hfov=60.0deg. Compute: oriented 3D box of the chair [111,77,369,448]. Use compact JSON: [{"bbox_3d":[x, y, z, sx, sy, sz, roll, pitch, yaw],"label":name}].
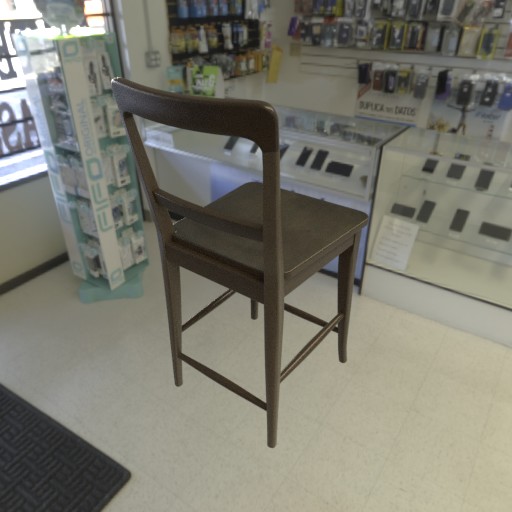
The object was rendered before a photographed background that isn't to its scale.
[{"bbox_3d":[0.000,0.000,1.275,0.450,0.991,0.546,21,37,31],"label":"chair"}]
